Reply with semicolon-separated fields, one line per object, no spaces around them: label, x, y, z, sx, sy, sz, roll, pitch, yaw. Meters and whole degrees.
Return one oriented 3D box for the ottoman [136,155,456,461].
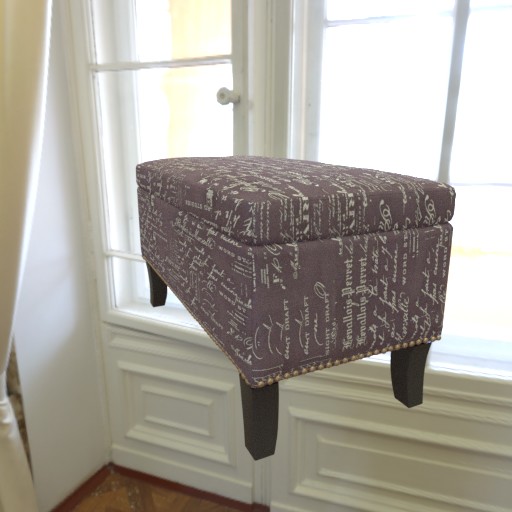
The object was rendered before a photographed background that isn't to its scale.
ottoman;0.000;0.000;1.073;0.406;0.457;0.813;-7;17;-24
